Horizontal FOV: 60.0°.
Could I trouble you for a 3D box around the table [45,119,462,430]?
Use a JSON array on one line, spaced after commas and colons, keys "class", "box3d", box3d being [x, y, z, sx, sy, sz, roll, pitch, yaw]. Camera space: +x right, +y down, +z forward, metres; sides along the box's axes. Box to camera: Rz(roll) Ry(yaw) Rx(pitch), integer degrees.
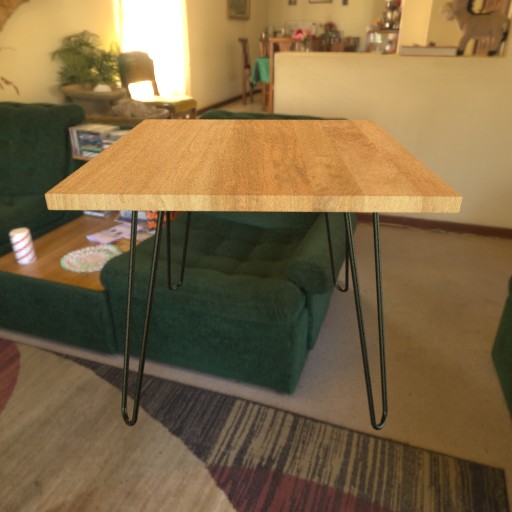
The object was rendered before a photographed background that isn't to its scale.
[{"class": "table", "box3d": [0.000, 0.000, 1.012, 0.599, 0.500, 0.599, 1, 27, 1]}]
